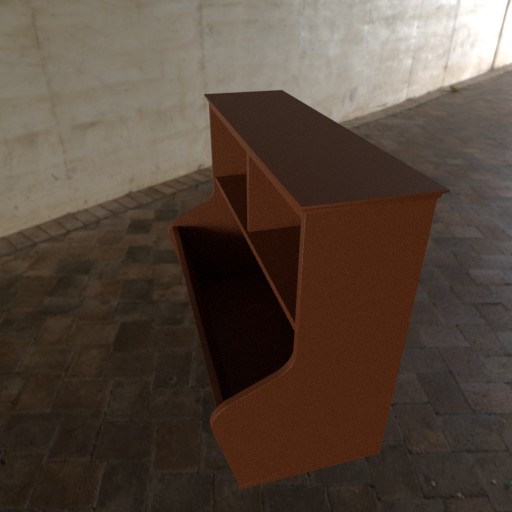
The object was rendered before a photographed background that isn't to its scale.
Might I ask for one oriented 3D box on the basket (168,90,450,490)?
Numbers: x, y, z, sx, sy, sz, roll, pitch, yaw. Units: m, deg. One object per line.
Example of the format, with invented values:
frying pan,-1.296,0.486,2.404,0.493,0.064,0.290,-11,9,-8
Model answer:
basket,0.000,0.000,1.097,0.376,0.625,0.792,-8,32,-13
